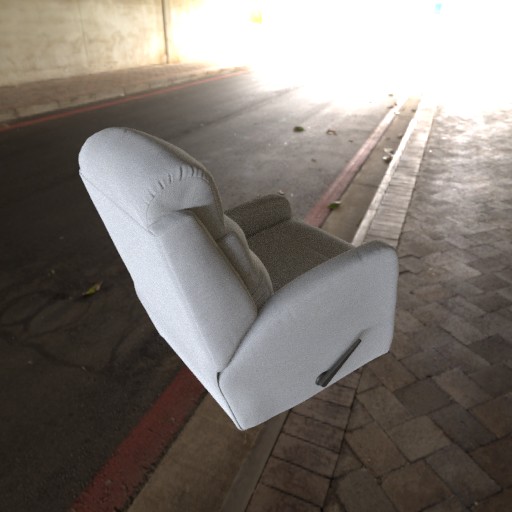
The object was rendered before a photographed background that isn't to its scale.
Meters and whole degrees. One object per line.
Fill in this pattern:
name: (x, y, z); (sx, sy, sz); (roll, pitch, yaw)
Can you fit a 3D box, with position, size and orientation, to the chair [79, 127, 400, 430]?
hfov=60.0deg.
chair: (0.000, 0.000, 1.714); (1.043, 1.013, 0.798); (-18, 33, -31)
